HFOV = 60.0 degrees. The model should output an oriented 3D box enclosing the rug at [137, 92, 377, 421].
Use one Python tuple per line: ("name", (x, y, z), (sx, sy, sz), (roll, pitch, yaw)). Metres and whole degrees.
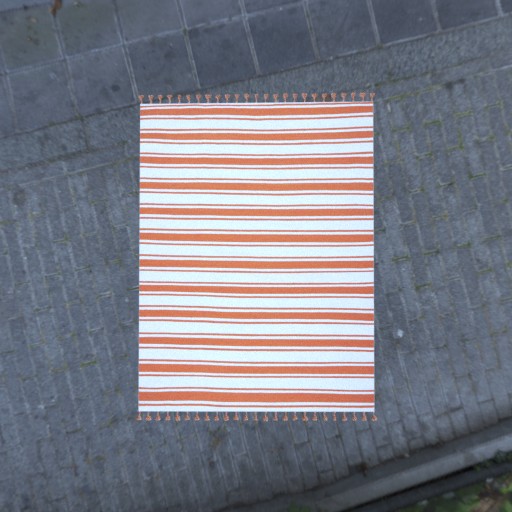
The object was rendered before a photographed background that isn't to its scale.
("rug", (0.000, 0.000, 4.560), (2.451, 0.035, 3.369), (0, 89, 1))
